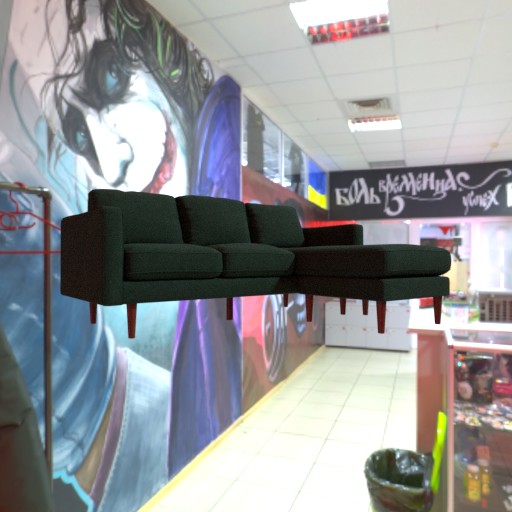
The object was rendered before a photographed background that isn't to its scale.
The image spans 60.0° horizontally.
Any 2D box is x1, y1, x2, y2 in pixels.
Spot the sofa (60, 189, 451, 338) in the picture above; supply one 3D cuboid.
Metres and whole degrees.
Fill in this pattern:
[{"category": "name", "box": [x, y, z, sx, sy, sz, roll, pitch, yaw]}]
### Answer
[{"category": "sofa", "box": [0.000, 0.000, 2.885, 2.030, 0.899, 1.580, 0, 0, -37]}]
